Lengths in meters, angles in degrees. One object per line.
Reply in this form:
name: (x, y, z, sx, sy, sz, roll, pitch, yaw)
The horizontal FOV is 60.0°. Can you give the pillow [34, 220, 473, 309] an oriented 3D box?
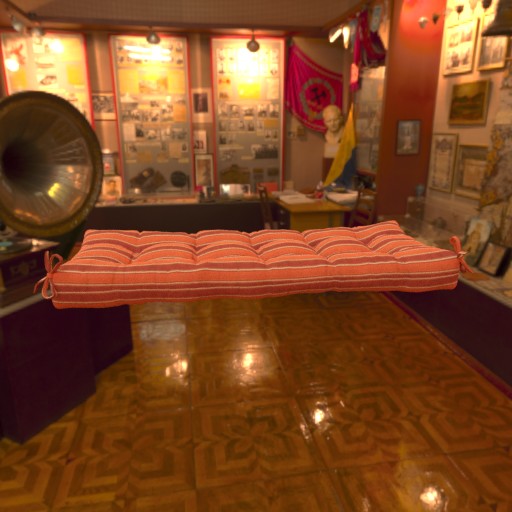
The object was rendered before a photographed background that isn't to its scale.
pillow: (0.000, 0.000, 1.359, 1.194, 0.174, 0.511, -2, 17, -8)
